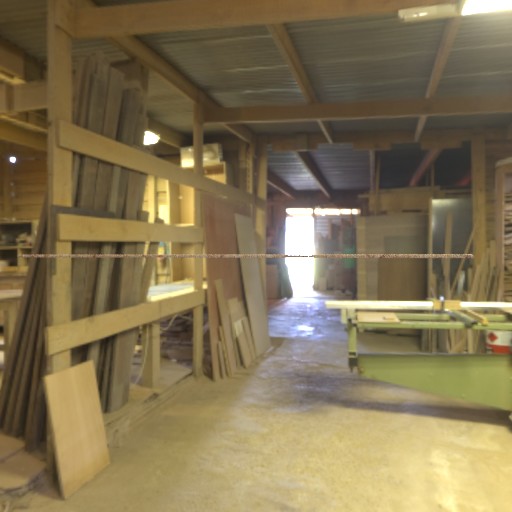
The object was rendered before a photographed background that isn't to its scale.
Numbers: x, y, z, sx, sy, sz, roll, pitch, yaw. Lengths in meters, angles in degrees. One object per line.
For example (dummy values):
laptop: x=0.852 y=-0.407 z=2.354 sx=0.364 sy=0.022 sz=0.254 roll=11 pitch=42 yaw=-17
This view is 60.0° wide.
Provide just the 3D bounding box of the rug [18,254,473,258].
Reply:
rug: x=0.000 y=0.000 z=2.845 sx=2.292 sy=0.014 sz=1.528 roll=0 pitch=0 yaw=17
